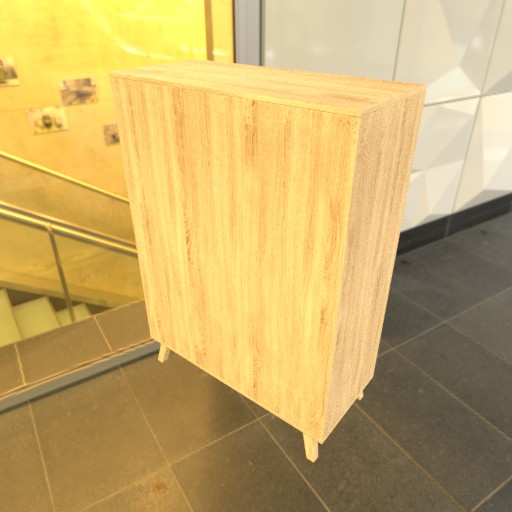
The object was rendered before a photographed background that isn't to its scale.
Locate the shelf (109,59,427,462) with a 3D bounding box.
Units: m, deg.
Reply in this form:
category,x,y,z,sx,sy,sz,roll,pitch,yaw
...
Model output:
category,x,y,z,sx,sy,sz,roll,pitch,yaw
shelf,0.000,0.000,1.840,1.000,1.390,0.450,22,37,32
